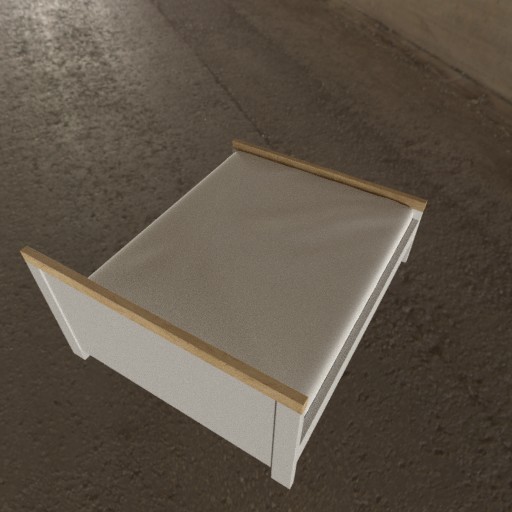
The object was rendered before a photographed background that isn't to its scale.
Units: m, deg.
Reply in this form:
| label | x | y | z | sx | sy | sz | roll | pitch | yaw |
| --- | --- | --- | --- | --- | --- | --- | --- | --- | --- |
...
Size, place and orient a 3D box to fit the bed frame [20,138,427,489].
| label | x | y | z | sx | sy | sz | roll | pitch | yaw |
| --- | --- | --- | --- | --- | --- | --- | --- | --- | --- |
| bed frame | 0.000 | 0.000 | 2.990 | 1.670 | 0.980 | 2.050 | 23 | 50 | 21 |
